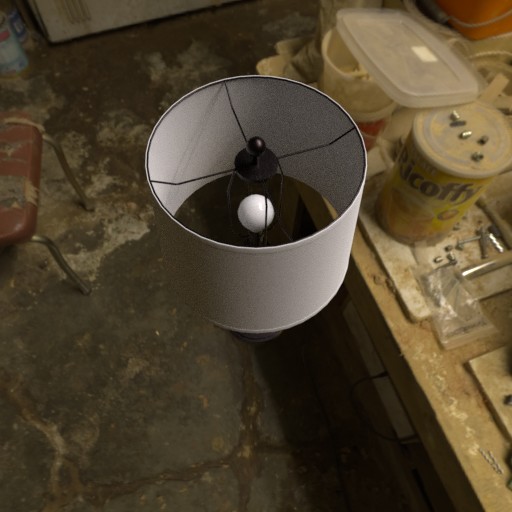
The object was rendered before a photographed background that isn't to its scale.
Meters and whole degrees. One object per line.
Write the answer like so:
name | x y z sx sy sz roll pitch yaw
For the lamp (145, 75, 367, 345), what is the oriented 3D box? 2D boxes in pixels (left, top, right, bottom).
lamp | 0.000 0.000 0.964 0.383 0.726 0.383 0 62 0
